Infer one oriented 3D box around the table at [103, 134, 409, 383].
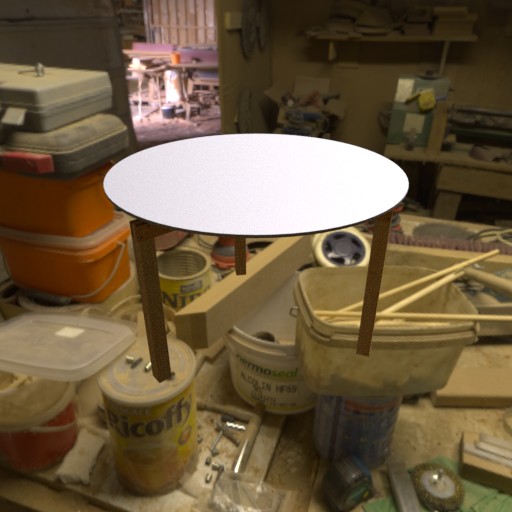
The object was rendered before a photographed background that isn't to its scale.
[{"bbox_3d":[0.000,0.000,1.007,0.600,0.405,0.600,0,29,0],"label":"table"}]
